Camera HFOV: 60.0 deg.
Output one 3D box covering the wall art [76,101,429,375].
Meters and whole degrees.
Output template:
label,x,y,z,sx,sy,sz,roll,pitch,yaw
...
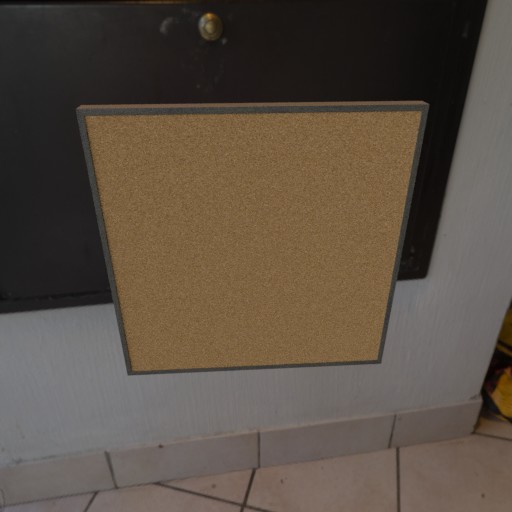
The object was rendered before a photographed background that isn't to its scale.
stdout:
label,x,y,z,sx,sy,sz,roll,pitch,yaw
wall art,0.000,0.000,1.153,0.758,0.758,0.039,-2,30,-3
